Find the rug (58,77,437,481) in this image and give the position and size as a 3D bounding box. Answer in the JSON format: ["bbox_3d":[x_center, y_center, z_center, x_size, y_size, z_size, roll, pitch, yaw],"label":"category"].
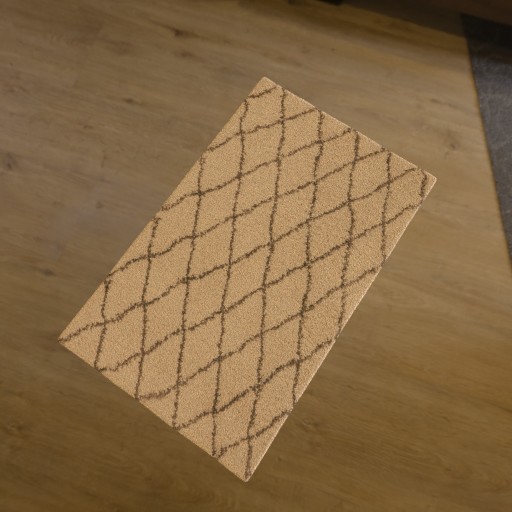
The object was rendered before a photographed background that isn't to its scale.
[{"bbox_3d":[0.000,0.000,3.074,1.524,0.030,2.438,33,78,8],"label":"rug"}]
